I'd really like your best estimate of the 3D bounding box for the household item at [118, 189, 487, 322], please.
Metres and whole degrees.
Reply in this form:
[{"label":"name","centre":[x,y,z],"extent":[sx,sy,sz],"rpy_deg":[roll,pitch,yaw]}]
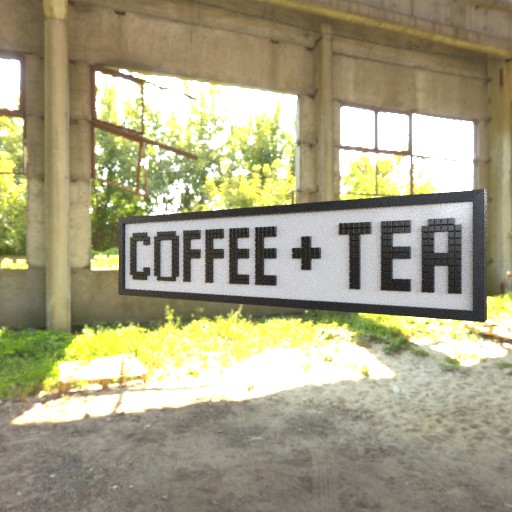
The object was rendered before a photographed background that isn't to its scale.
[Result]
[{"label":"household item","centre":[0.000,0.000,1.079],"extent":[1.001,0.236,0.030],"rpy_deg":[0,0,35]}]
